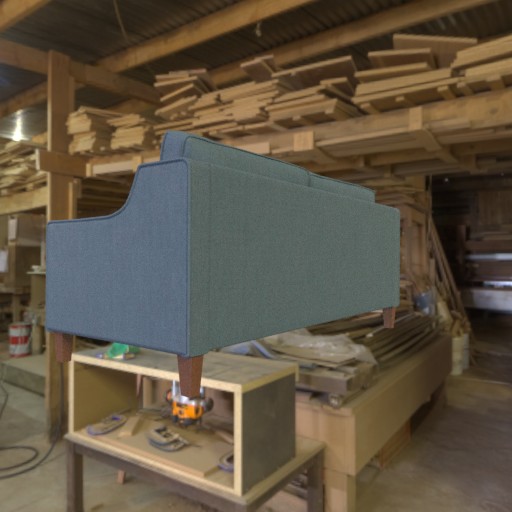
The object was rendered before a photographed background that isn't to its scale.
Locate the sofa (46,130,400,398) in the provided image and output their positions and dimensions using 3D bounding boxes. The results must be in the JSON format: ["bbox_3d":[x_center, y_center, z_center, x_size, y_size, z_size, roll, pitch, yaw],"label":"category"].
[{"bbox_3d":[0.000,0.000,2.792,1.066,1.071,2.178,0,0,38],"label":"sofa"}]
